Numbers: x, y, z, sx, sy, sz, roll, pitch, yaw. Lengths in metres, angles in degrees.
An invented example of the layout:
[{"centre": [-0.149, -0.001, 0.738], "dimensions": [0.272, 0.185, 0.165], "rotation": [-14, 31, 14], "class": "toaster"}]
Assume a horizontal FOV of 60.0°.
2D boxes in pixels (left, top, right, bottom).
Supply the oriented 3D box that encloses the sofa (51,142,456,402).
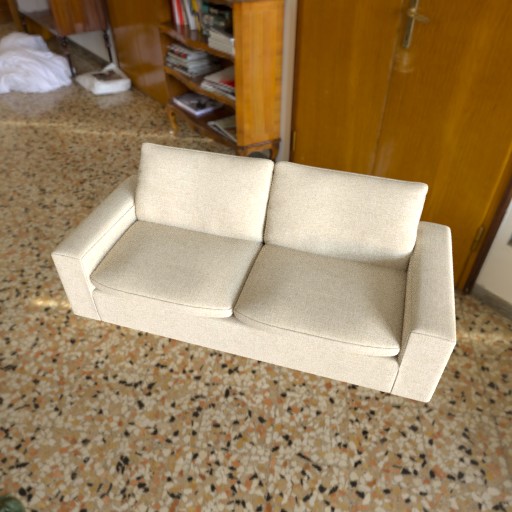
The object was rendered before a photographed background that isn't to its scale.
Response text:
[{"centre": [0.000, 0.000, 2.783], "dimensions": [2.299, 0.922, 1.040], "rotation": [11, 41, 13], "class": "sofa"}]
